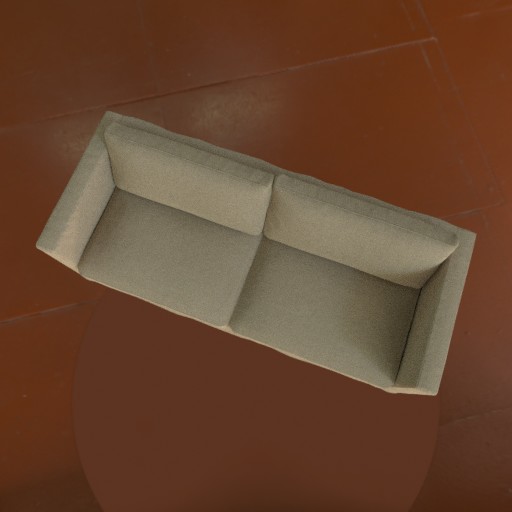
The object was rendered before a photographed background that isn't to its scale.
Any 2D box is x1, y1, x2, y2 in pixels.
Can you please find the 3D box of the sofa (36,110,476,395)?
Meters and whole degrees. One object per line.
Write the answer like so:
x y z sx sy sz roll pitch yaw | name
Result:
0.000 0.000 2.701 2.296 0.847 0.956 20 75 5 | sofa
